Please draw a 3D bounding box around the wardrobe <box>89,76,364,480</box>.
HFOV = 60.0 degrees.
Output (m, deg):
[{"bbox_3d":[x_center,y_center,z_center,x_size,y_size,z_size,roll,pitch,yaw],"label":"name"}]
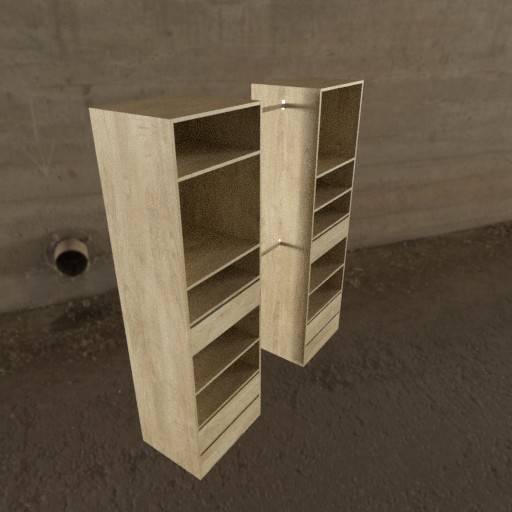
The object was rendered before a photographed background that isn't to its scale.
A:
[{"bbox_3d":[0.000,0.000,2.848,0.480,2.000,1.770,18,32,31],"label":"wardrobe"}]
